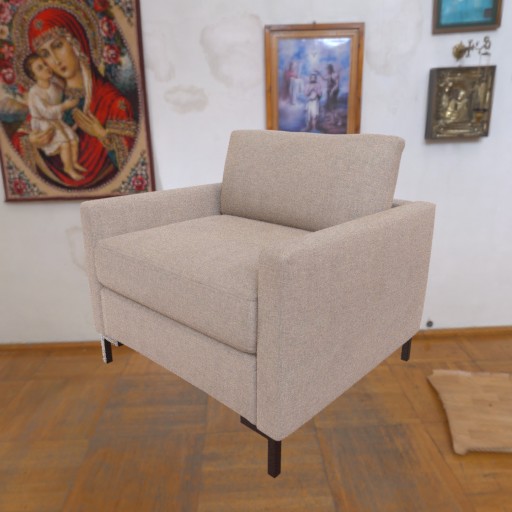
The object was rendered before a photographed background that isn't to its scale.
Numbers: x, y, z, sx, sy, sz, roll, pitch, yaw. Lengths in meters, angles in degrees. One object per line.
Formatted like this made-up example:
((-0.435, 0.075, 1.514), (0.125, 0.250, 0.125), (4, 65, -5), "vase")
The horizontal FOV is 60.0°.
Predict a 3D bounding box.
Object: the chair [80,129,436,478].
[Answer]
((0.000, 0.000, 1.598), (0.963, 0.861, 0.866), (15, 23, 40), "chair")
